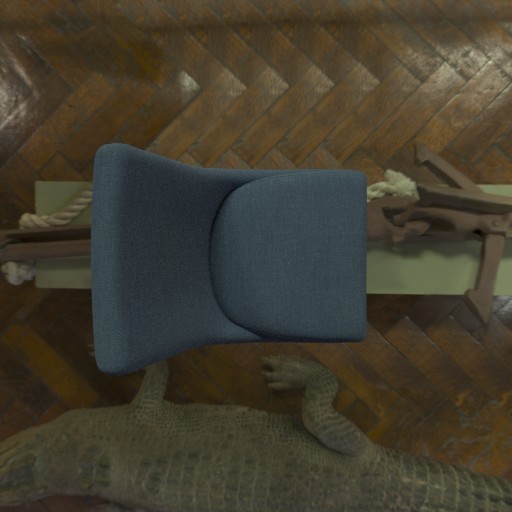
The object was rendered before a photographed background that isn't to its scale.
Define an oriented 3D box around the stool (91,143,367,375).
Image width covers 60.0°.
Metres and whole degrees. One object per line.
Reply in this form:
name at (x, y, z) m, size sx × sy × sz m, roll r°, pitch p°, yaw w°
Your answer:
stool at (0.000, 0.000, 1.256) m, size 0.577 × 0.981 × 0.470 m, roll 0°, pitch 91°, yaw 1°
